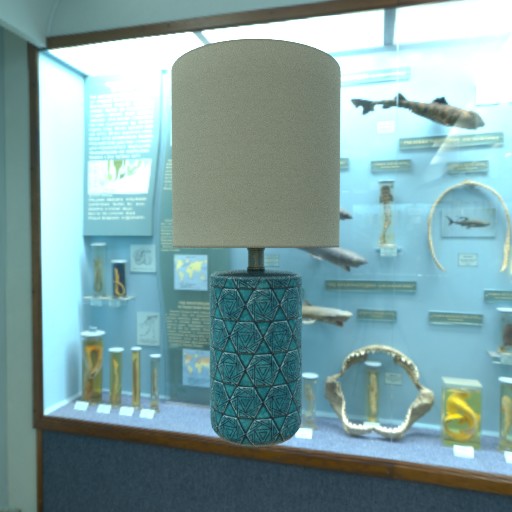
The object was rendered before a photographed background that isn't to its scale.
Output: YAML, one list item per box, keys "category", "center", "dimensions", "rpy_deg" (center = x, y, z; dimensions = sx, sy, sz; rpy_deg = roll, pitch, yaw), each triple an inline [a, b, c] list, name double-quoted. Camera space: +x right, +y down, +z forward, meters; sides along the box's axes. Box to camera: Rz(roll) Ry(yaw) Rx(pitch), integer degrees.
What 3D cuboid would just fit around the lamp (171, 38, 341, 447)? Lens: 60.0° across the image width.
- category: "lamp"
  center: [0.000, 0.000, 0.747]
  dimensions: [0.278, 0.597, 0.278]
  rpy_deg: [0, 2, 17]
